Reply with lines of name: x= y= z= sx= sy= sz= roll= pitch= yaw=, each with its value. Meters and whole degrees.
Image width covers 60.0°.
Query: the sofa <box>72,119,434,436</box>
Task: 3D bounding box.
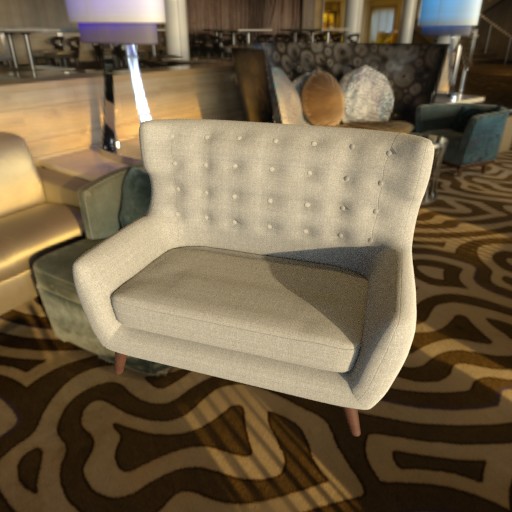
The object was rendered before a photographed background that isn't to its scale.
sofa: x=0.000 y=0.000 z=1.985 sx=1.386 sy=1.028 sz=0.884 roll=9 pitch=28 yaw=17
